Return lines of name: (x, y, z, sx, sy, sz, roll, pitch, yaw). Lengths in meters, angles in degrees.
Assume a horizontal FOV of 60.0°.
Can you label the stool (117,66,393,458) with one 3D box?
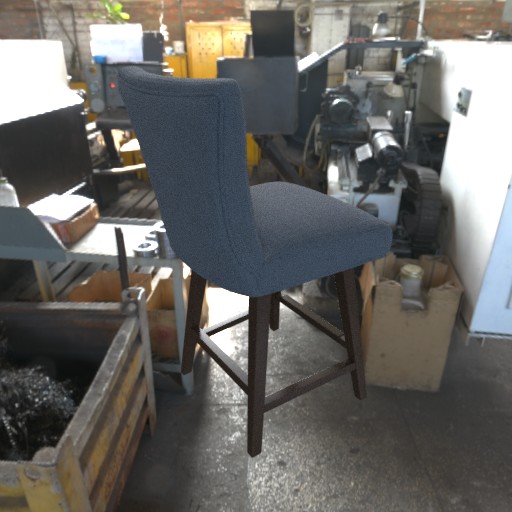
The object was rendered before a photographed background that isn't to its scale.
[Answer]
stool: (0.000, 0.000, 1.275, 0.574, 1.000, 0.514, -18, 31, -31)
